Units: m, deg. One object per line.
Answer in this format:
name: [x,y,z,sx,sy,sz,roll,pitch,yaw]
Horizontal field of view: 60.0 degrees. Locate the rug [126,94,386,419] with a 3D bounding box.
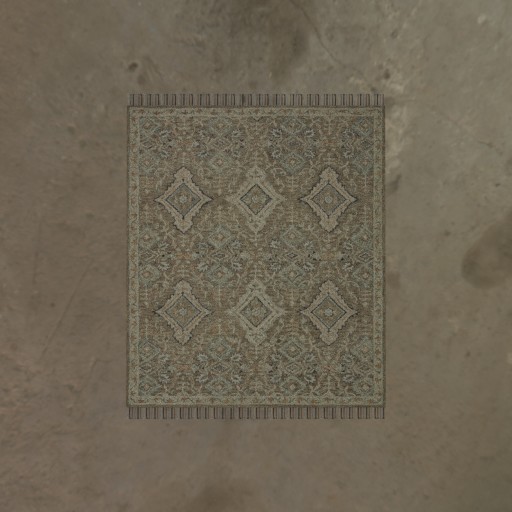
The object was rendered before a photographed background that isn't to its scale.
rug: [0.000,0.000,4.170,2.437,0.010,3.056,0,90,0]
